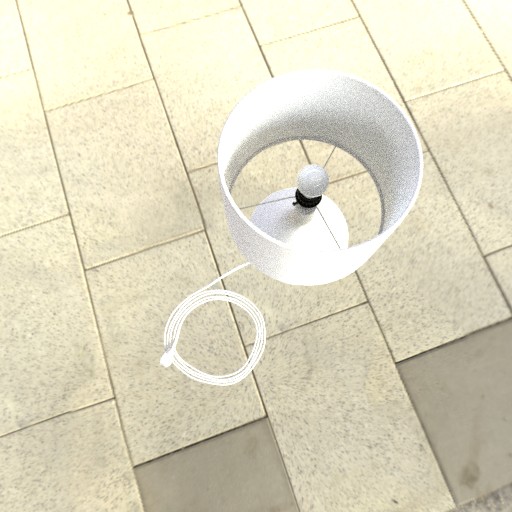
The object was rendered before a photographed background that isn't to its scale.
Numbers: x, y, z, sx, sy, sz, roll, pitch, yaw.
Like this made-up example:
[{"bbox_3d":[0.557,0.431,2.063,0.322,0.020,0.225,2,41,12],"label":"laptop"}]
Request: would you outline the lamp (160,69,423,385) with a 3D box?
[{"bbox_3d":[0.000,0.000,0.850,0.546,0.457,0.401,-21,75,-6],"label":"lamp"}]
